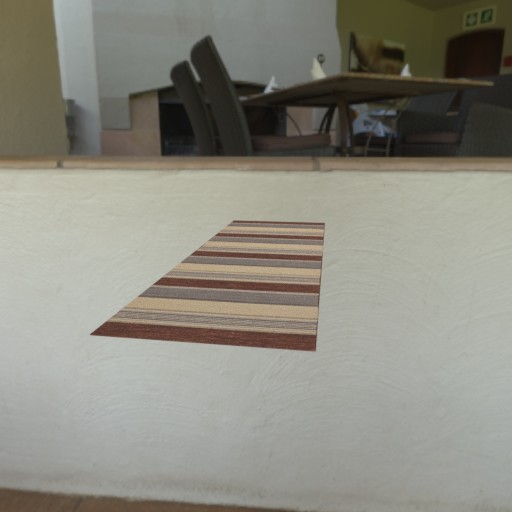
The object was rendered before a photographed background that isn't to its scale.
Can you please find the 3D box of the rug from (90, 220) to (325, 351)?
[{"bbox_3d":[0.000,0.000,2.669,0.792,0.006,2.437,2,14,9],"label":"rug"}]
